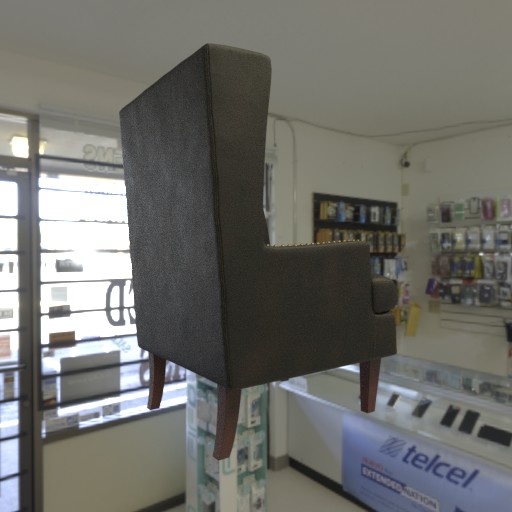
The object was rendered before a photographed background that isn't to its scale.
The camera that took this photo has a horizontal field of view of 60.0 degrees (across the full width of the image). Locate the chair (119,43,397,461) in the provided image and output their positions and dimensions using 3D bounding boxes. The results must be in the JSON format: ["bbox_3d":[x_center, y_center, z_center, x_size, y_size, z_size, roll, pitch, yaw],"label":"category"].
[{"bbox_3d":[0.000,0.000,1.634,0.799,1.142,0.703,0,0,-36],"label":"chair"}]
